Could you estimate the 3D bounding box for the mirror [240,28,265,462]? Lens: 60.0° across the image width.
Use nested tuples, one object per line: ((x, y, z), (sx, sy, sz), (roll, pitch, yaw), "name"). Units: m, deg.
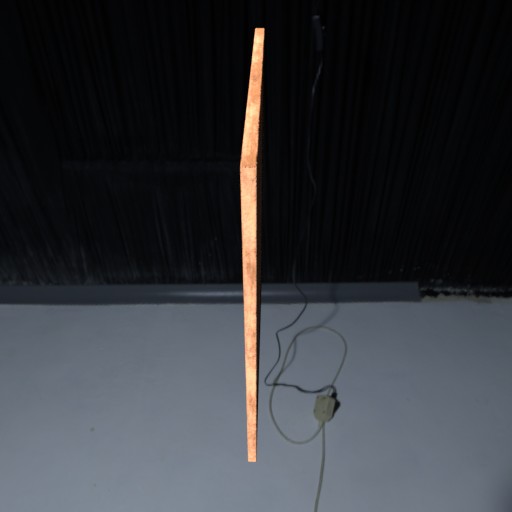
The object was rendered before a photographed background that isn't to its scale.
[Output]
((0.000, 0.000, 1.381), (0.028, 1.099, 0.796), (1, 42, 1), "mirror")
